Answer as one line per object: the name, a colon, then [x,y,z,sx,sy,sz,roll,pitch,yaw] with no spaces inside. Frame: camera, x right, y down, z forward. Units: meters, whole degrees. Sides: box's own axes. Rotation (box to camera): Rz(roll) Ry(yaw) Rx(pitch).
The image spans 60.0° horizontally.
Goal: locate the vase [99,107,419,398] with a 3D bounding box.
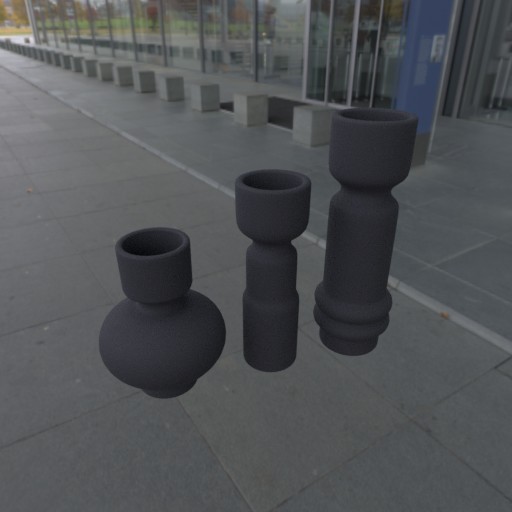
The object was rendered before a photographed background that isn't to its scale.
vase: [0.000,0.000,0.421,0.307,0.249,0.120,-9,29,-16]
